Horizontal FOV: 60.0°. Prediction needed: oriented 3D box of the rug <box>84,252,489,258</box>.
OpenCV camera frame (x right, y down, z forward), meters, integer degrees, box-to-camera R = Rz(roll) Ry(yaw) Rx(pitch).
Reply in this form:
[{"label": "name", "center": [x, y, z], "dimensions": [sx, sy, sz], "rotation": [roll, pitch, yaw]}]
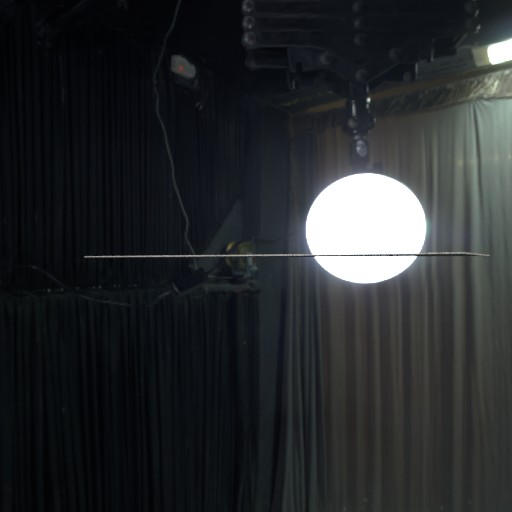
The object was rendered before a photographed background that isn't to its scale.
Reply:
[{"label": "rug", "center": [0.000, 0.000, 2.681], "dimensions": [2.443, 0.009, 0.706], "rotation": [0, -1, 35]}]
